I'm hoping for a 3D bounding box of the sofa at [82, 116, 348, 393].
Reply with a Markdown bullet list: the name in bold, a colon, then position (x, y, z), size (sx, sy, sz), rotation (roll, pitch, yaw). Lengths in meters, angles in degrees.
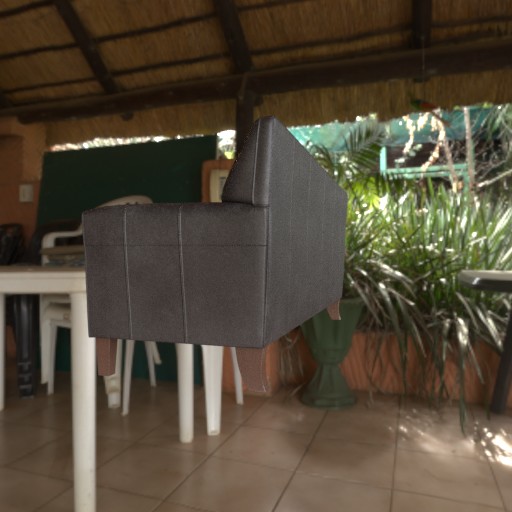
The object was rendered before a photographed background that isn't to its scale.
- **sofa**: position (0.000, 0.000, 2.547), size (0.805, 0.947, 2.053), rotation (0, 0, 19)
